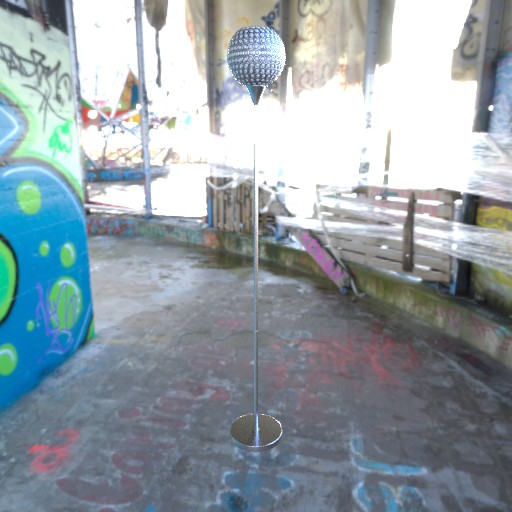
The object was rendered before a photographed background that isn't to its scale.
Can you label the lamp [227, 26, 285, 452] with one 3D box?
[{"bbox_3d":[0.000,0.000,1.942,0.254,1.805,0.254,0,15,0],"label":"lamp"}]
